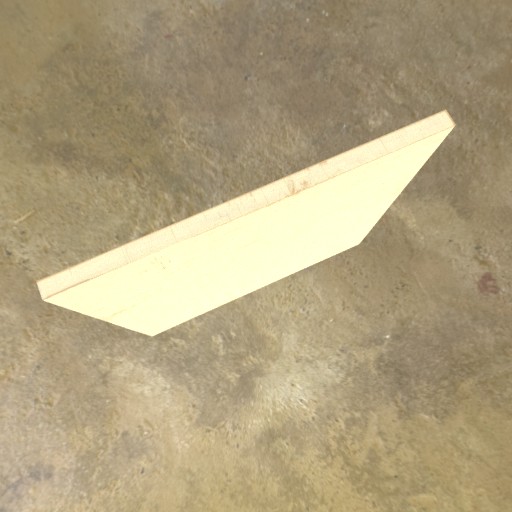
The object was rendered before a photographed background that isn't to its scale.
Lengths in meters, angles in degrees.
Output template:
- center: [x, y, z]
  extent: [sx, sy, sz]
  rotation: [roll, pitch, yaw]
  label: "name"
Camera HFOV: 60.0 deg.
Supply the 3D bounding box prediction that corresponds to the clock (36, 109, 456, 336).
- center: [0.000, 0.000, 1.035]
  extent: [0.705, 0.705, 0.032]
  rotation: [-24, 77, -6]
  label: "clock"
